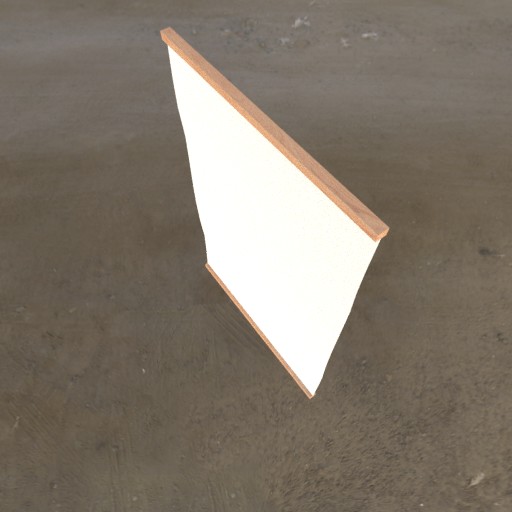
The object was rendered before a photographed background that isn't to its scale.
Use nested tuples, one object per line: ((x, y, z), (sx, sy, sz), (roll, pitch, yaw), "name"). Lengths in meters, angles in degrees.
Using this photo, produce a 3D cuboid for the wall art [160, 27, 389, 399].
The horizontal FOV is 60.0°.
((0.000, 0.000, 0.628), (0.012, 0.508, 0.332), (-32, 64, -18), "wall art")
